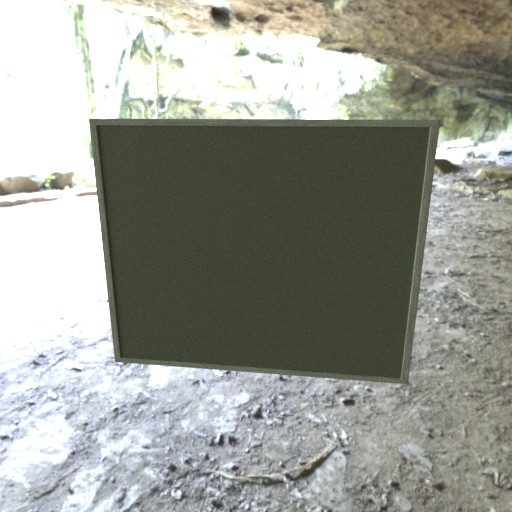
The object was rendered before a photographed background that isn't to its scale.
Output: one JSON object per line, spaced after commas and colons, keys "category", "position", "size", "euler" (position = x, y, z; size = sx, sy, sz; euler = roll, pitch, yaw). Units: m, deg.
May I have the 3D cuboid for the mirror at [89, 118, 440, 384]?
{"category": "mirror", "position": [0.000, 0.000, 1.165], "size": [0.839, 0.689, 0.028], "euler": [2, 18, 7]}
